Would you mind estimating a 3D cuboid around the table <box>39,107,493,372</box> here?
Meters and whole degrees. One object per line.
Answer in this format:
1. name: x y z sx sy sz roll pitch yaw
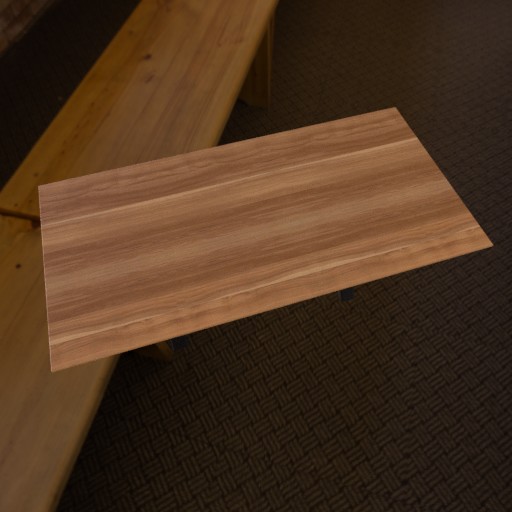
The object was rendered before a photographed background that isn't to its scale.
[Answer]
1. table: 0.000 0.000 2.481 2.000 0.770 1.000 -15 59 -9
